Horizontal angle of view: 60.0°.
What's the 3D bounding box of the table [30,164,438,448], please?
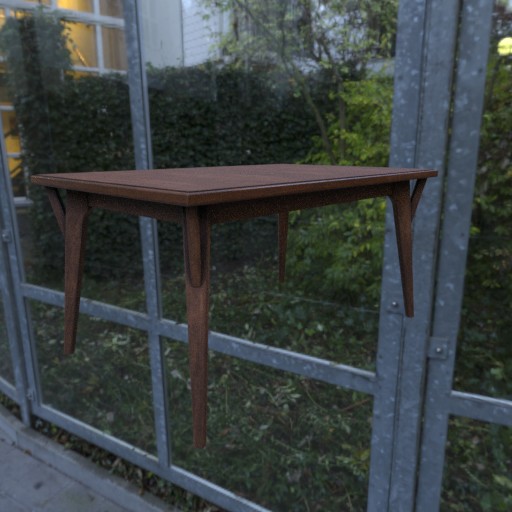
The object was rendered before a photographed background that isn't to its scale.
[{"bbox_3d":[0.000,0.000,2.031,0.990,0.761,1.524,13,19,42],"label":"table"}]
